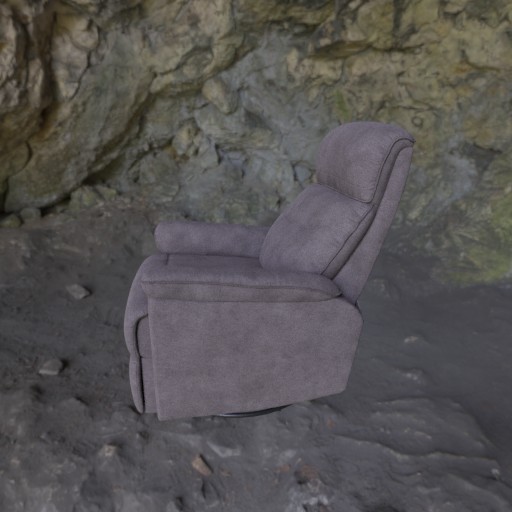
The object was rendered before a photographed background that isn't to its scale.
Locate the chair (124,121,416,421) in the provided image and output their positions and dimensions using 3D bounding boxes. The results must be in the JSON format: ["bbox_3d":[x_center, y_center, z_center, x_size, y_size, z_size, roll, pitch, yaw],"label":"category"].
[{"bbox_3d":[0.000,0.000,1.784,1.009,1.036,0.830,-2,17,-8],"label":"chair"}]
